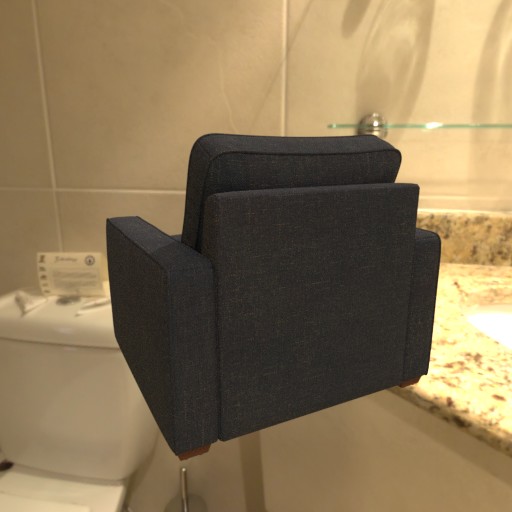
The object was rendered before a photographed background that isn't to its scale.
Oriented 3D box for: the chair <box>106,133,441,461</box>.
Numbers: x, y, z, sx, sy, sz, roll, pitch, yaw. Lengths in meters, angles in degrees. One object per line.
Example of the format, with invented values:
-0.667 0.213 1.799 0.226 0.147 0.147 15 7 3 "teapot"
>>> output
0.000 0.000 1.744 1.017 0.919 0.940 -7 16 -26 "chair"
